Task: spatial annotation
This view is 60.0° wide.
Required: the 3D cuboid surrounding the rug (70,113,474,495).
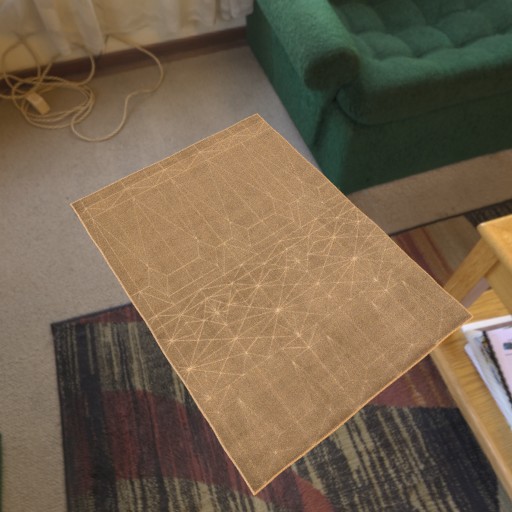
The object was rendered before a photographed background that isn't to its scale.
[{"bbox_3d":[0.000,0.000,4.345,2.449,0.019,3.357,-31,63,-18],"label":"rug"}]
